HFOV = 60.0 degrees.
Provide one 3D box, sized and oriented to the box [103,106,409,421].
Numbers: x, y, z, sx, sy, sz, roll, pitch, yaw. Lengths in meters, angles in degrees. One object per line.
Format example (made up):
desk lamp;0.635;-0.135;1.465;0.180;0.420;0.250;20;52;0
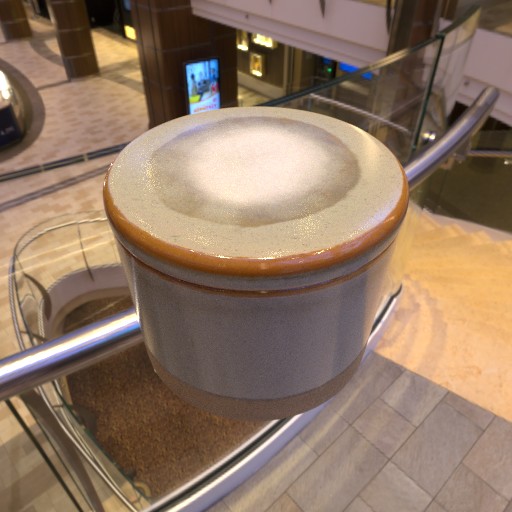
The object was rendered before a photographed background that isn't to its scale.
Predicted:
box;0.000;0.000;0.212;0.123;0.100;0.123;0;41;0
